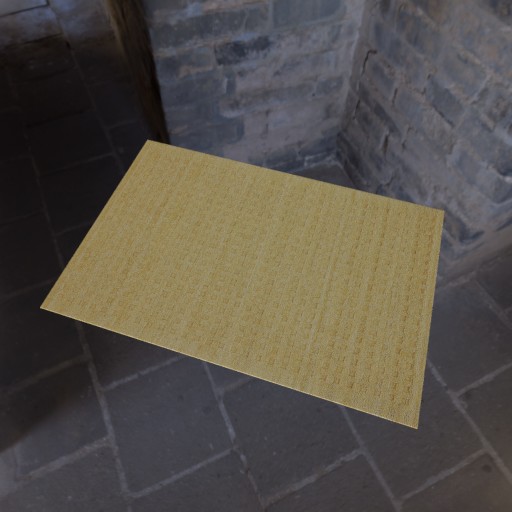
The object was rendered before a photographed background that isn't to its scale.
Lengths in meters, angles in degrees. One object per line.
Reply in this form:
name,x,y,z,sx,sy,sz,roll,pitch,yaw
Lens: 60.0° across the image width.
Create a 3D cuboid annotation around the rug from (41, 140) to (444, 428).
rug,0.000,0.000,2.915,2.286,0.006,1.524,15,59,9
